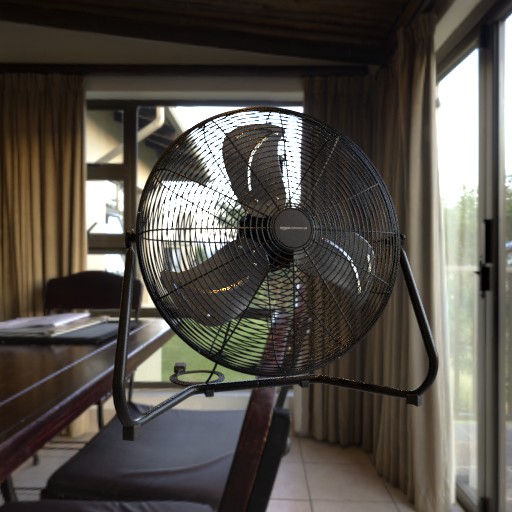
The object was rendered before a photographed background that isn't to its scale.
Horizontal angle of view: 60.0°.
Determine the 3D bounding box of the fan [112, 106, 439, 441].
[{"bbox_3d":[0.000,0.000,0.906,0.555,0.546,0.424,0,0,-17],"label":"fan"}]
